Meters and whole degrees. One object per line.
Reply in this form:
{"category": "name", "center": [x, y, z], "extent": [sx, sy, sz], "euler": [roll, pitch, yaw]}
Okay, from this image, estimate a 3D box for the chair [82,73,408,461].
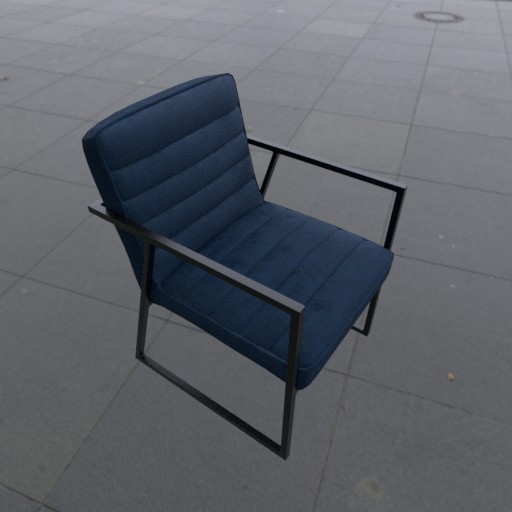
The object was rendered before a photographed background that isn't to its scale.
{"category": "chair", "center": [0.000, 0.000, 1.296], "extent": [0.677, 0.833, 0.571], "euler": [25, 47, 26]}
